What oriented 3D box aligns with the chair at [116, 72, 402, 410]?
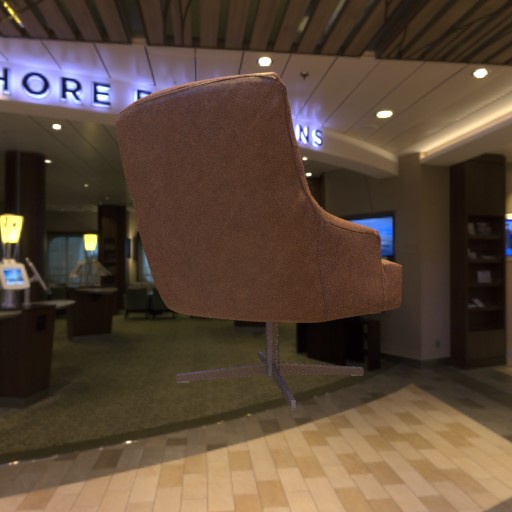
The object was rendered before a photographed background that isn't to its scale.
[{"bbox_3d":[0.000,0.000,1.495,0.729,0.869,0.874,0,-1,37],"label":"chair"}]
